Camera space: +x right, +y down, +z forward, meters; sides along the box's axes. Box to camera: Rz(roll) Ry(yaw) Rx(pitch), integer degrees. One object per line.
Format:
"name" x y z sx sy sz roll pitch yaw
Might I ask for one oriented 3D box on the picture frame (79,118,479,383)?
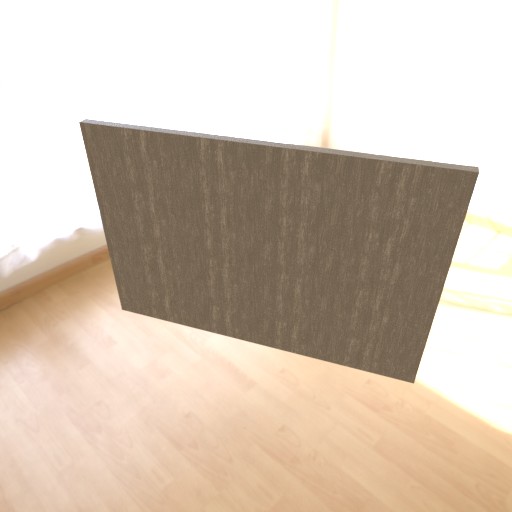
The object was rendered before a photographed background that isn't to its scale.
"picture frame" 0.000 0.000 1.203 0.950 0.640 0.029 11 36 16
